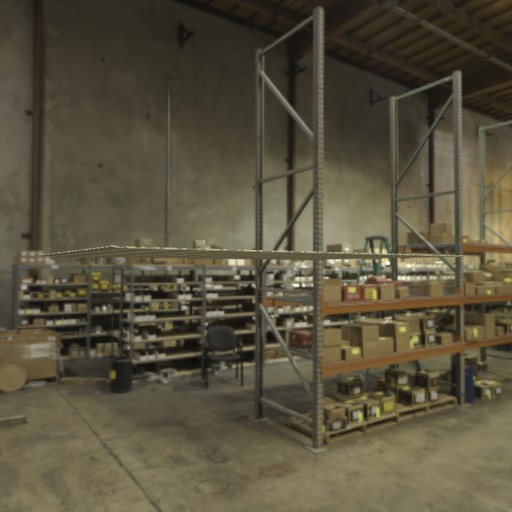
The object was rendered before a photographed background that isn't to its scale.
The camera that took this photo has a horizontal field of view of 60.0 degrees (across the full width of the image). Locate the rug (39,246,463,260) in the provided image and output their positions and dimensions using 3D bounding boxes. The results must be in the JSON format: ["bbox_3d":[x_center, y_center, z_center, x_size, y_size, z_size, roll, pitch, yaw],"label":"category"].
[{"bbox_3d":[0.000,0.000,2.967,2.410,0.011,1.539,1,-2,-35],"label":"rug"}]
